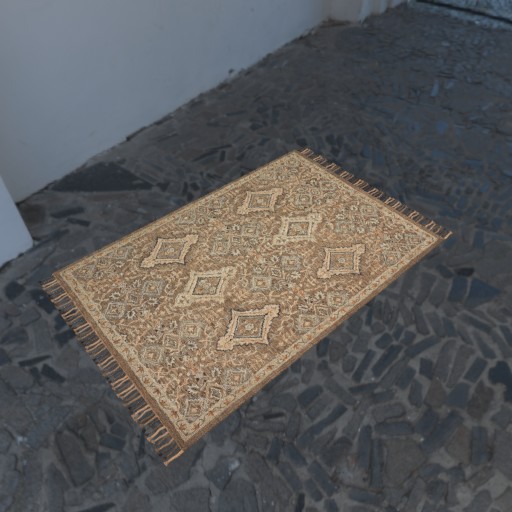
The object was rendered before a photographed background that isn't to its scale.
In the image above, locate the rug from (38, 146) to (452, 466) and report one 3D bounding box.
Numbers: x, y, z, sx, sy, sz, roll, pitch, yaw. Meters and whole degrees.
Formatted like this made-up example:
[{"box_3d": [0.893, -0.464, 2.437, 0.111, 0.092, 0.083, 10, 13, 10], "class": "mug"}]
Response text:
[{"box_3d": [0.000, 0.000, 3.031, 2.434, 0.010, 1.516, -32, 54, -27], "class": "rug"}]
